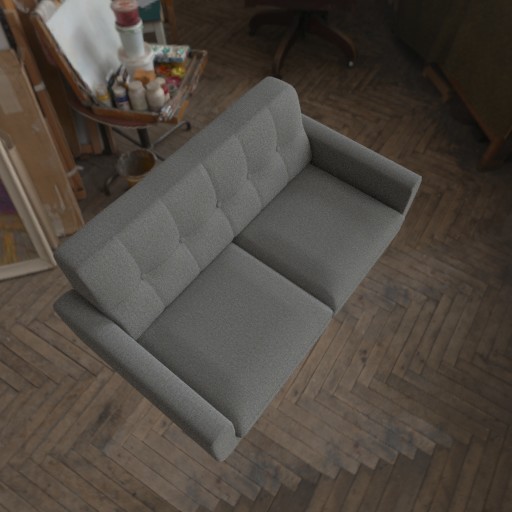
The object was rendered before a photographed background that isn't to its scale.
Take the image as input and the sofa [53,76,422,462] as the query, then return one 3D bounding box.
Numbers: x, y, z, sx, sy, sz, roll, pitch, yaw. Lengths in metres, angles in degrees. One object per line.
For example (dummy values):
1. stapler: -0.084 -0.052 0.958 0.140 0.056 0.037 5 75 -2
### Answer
1. sofa: 0.000 0.000 2.216 0.952 0.925 1.651 34 64 19
